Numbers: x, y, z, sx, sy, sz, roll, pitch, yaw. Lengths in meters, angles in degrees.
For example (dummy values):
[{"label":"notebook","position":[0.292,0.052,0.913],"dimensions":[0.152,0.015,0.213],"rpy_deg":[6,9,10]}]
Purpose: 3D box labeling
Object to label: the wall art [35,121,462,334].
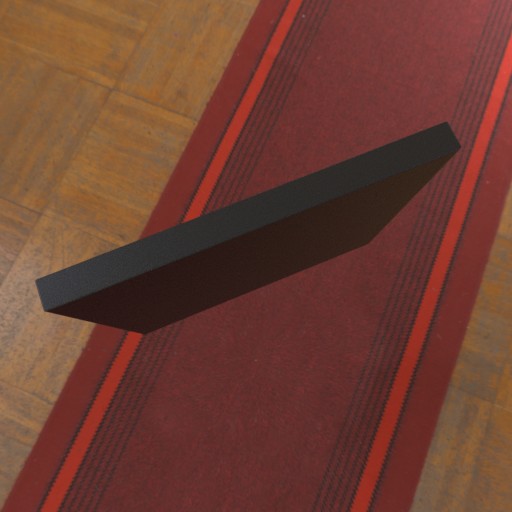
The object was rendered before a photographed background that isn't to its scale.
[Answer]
[{"label":"wall art","position":[0.000,0.000,0.536],"dimensions":[0.380,0.330,0.028],"rpy_deg":[-22,78,-5]}]
